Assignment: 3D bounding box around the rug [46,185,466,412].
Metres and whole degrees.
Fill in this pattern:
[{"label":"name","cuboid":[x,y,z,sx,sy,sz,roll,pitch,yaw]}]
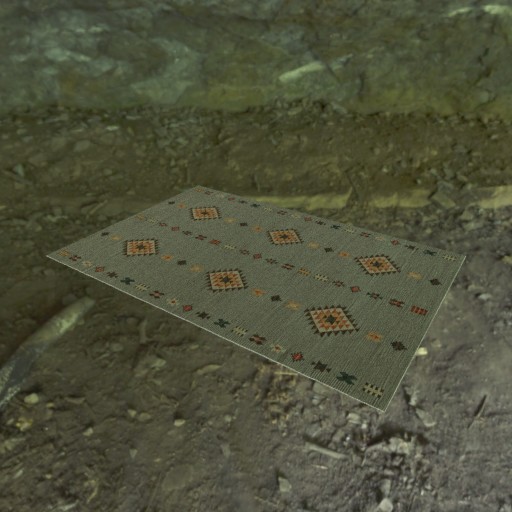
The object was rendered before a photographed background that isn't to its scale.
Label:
[{"label":"rug","cuboid":[0.000,0.000,2.310,1.818,0.005,1.217,19,35,29]}]
